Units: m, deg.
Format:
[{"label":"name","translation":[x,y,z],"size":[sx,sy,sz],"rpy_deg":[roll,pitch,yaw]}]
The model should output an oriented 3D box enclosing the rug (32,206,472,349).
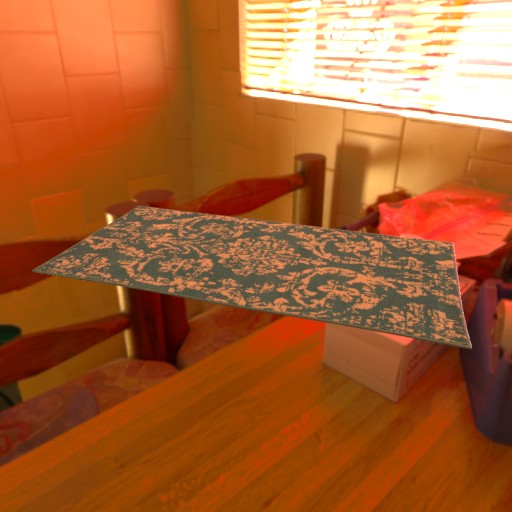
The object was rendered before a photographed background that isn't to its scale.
[{"label":"rug","translation":[0.000,0.000,1.420],"size":[1.219,0.007,0.604],"rpy_deg":[8,27,16]}]
